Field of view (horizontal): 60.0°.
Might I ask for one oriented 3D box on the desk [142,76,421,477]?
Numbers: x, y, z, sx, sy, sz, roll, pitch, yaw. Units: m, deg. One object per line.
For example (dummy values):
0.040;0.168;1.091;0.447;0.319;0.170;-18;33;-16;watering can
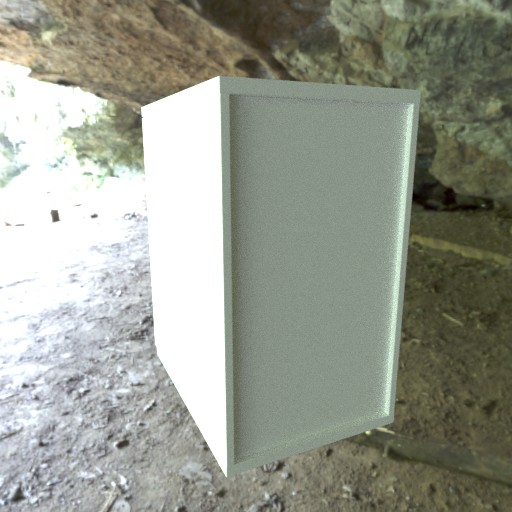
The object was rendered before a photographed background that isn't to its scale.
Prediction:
0.000;0.000;1.097;0.404;0.730;0.600;-6;15;-24;desk
